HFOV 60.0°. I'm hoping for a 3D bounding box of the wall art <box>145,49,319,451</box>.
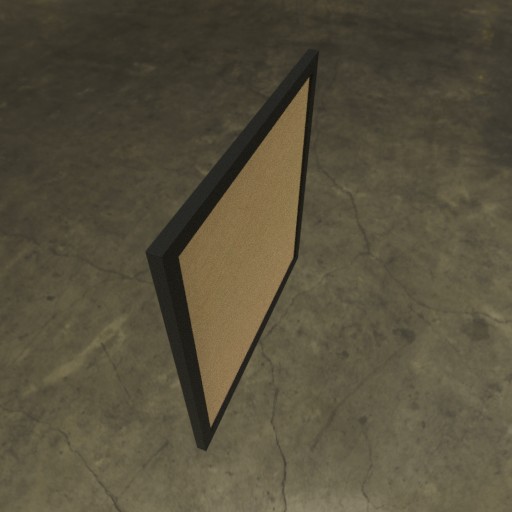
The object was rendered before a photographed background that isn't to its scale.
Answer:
[{"bbox_3d":[0.000,0.000,0.535,0.013,0.356,0.356,17,49,15],"label":"wall art"}]
